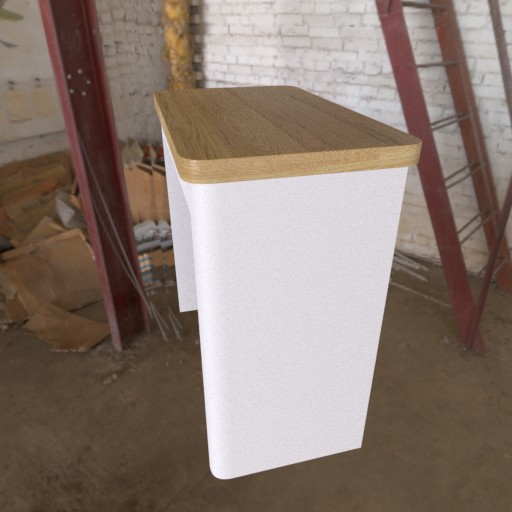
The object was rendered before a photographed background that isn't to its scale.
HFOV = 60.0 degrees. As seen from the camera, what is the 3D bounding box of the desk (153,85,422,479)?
[{"bbox_3d":[0.000,0.000,1.241,0.440,0.790,0.760,-7,29,-13],"label":"desk"}]
